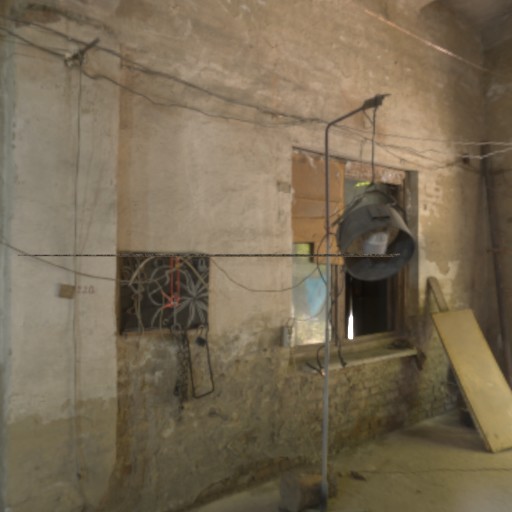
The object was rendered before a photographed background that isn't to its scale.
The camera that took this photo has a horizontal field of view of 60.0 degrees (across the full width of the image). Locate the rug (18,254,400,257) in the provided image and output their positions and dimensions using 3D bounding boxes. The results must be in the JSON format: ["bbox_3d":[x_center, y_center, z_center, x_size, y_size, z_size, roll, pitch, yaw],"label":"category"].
[{"bbox_3d":[0.000,0.000,4.076,2.437,0.010,3.056,0,0,16],"label":"rug"}]
